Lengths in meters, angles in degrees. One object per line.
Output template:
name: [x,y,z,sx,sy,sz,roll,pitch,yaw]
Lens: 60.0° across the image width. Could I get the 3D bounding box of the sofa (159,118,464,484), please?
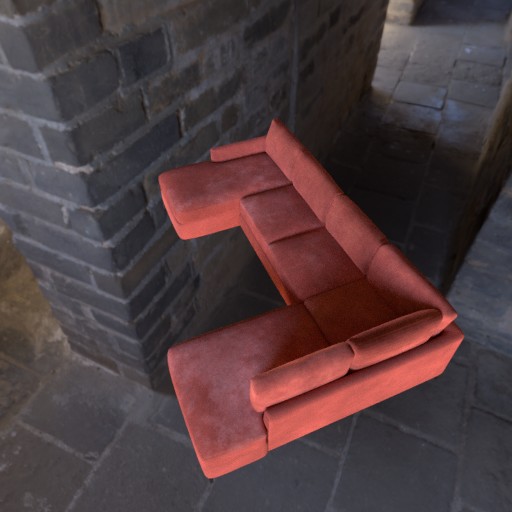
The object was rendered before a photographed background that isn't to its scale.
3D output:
sofa: [0.000,0.000,3.857,1.981,0.858,2.971,-17,49,-16]
